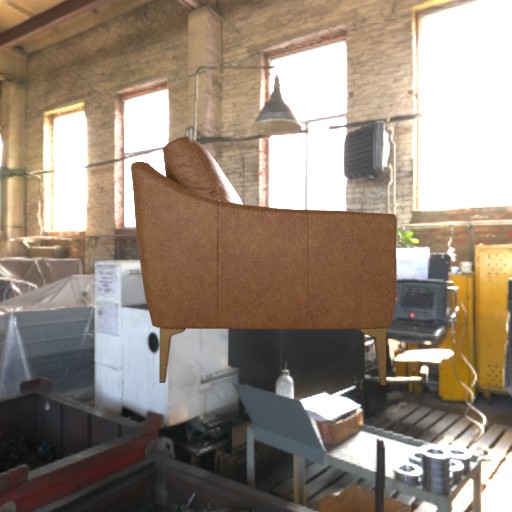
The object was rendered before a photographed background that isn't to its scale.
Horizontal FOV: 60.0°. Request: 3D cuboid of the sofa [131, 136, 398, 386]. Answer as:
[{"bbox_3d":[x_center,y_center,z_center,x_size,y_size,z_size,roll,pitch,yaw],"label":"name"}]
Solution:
[{"bbox_3d":[0.000,0.000,2.564,0.981,0.945,2.036,0,0,-1],"label":"sofa"}]
